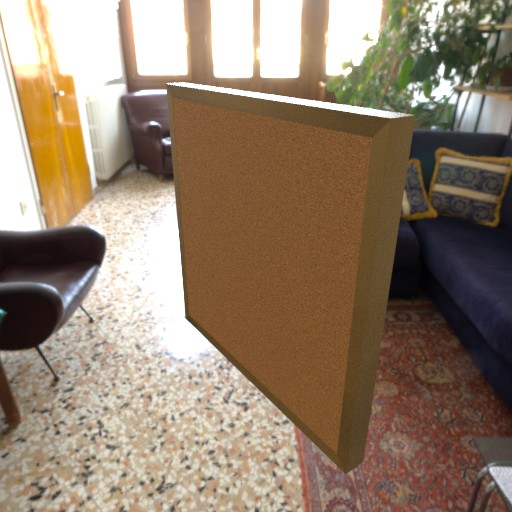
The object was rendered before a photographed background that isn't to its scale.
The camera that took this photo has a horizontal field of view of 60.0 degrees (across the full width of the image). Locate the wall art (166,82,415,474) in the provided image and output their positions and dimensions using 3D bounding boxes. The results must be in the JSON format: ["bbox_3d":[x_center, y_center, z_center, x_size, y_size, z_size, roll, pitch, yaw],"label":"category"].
[{"bbox_3d":[0.000,0.000,0.741,0.038,0.508,0.507,-17,31,-32],"label":"wall art"}]
